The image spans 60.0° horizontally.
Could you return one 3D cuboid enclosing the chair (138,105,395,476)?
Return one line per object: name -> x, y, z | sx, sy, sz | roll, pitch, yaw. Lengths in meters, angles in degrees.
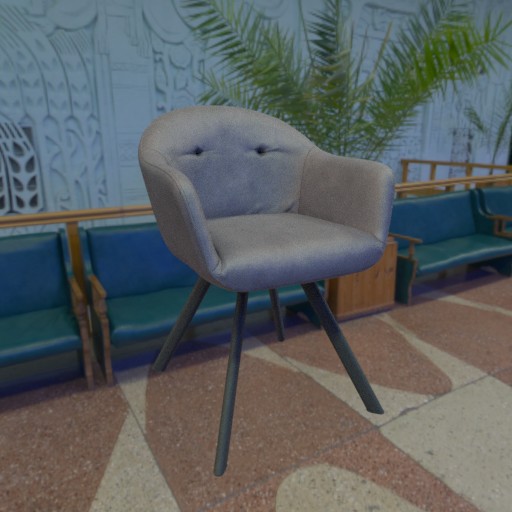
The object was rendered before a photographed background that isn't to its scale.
chair -> 0.000, 0.000, 1.175 | 0.567, 0.781, 0.544 | -8, 18, -27
